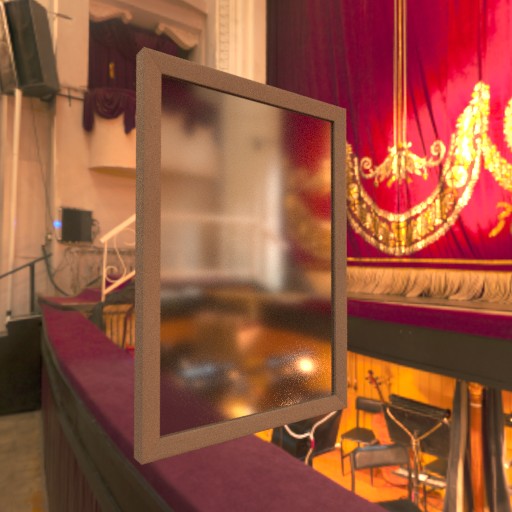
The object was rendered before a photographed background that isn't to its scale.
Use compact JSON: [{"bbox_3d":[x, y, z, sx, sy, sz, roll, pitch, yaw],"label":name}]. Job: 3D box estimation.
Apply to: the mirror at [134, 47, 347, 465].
[{"bbox_3d":[0.000,0.000,0.919,0.507,0.710,0.040,1,-2,-36],"label":"mirror"}]
